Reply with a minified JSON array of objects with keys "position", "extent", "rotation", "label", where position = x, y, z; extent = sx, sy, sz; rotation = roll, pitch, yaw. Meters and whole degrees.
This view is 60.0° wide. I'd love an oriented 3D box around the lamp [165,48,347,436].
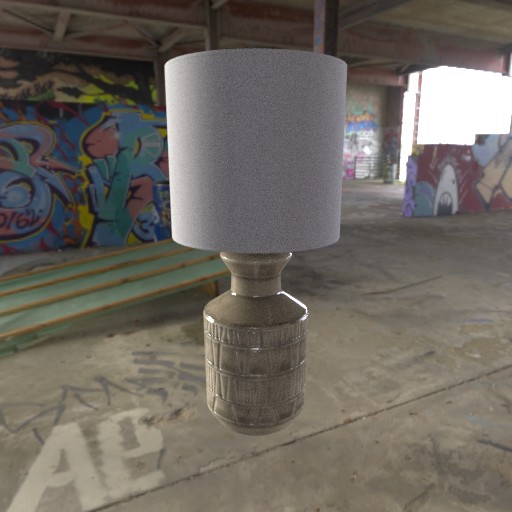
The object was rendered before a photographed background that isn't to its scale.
[{"position":[0.000,0.000,0.575],"extent":[0.211,0.455,0.211],"rotation":[-2,13,-7],"label":"lamp"}]
